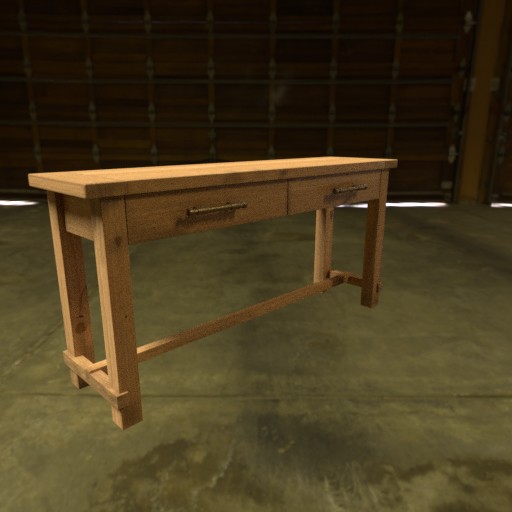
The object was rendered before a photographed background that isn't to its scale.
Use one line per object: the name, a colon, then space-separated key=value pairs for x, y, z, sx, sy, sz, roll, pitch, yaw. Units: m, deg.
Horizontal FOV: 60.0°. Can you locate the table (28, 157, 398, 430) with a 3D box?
table: x=0.000 y=0.000 z=1.894 sx=1.599 sy=0.762 sz=0.442 roll=-15 pitch=21 yaw=-43
